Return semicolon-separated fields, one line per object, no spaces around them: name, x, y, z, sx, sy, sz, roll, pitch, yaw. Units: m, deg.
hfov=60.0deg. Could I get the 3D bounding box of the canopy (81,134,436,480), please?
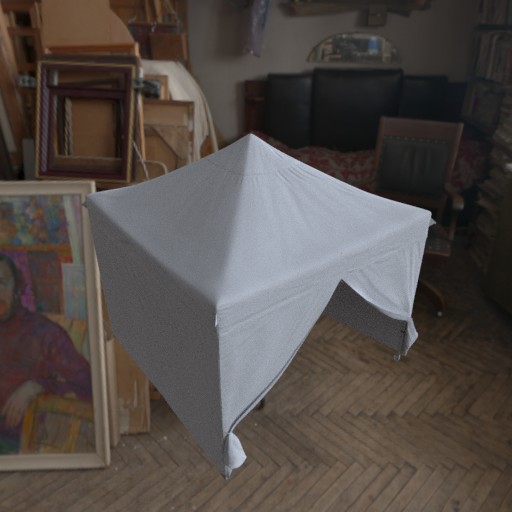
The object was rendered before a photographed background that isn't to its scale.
canopy;0.000;0.000;5.495;3.043;2.997;3.121;-21;36;-32
